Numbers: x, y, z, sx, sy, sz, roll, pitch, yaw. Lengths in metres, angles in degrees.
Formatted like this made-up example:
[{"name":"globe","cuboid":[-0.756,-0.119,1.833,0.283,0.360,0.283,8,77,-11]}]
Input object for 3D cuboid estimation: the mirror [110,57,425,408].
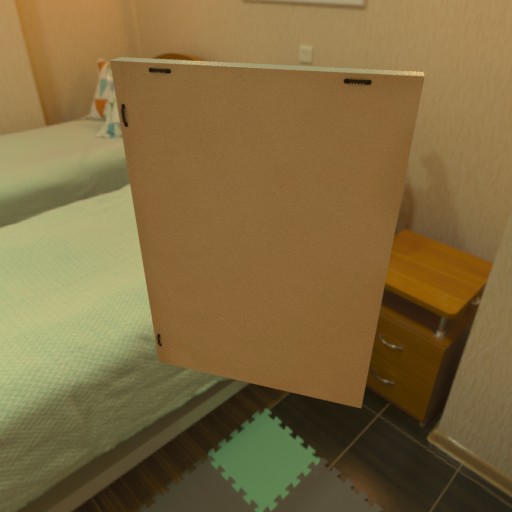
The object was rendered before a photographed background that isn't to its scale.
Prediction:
[{"name":"mirror","cuboid":[0.000,0.000,0.890,0.507,0.710,0.039,9,33,14]}]
